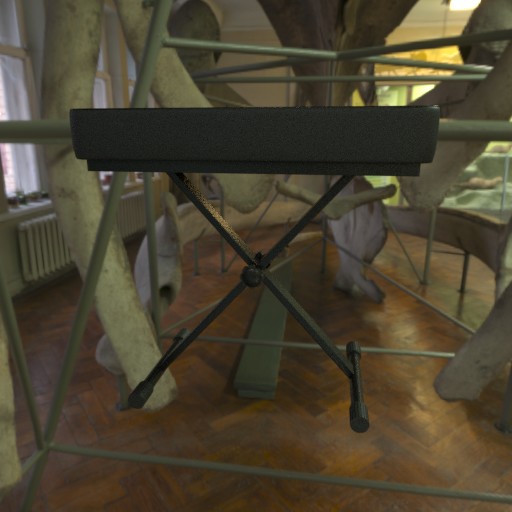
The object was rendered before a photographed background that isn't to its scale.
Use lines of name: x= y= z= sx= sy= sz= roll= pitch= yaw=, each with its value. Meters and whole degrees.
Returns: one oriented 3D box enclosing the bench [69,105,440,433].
bench: x=0.000 y=0.000 z=0.902 sx=0.600 sy=0.561 sz=0.300 roll=3 pitch=16 yaw=9
